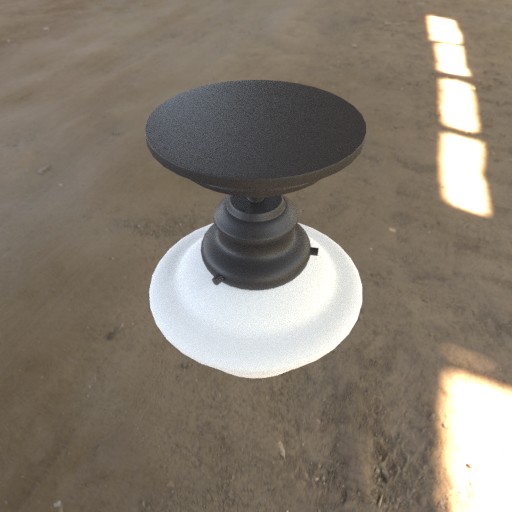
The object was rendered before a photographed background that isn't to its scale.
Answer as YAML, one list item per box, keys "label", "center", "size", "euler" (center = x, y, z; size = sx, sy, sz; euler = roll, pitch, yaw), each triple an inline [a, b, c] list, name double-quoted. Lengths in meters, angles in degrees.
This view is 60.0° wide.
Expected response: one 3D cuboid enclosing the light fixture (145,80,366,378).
- label: "light fixture"
  center: [0.000, 0.000, 0.393]
  size: [0.197, 0.254, 0.197]
  euler: [0, 42, 0]
